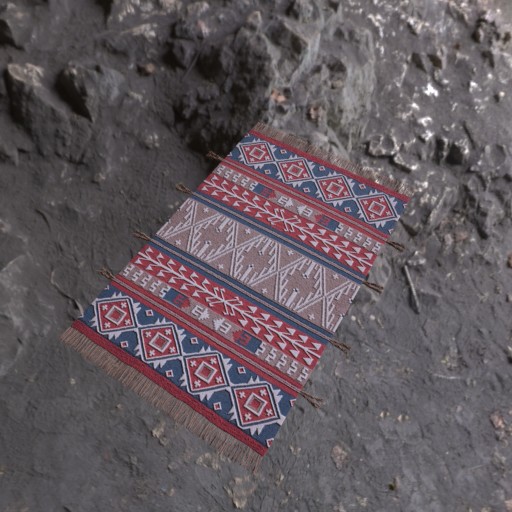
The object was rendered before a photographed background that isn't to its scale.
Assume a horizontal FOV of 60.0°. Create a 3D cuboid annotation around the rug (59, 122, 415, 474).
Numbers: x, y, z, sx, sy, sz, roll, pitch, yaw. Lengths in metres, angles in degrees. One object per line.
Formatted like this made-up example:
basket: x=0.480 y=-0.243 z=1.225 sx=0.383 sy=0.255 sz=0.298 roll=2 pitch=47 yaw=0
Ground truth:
rug: x=0.000 y=0.000 z=2.635 sx=1.469 sy=0.040 sz=2.025 roll=28 pitch=62 yaw=17
